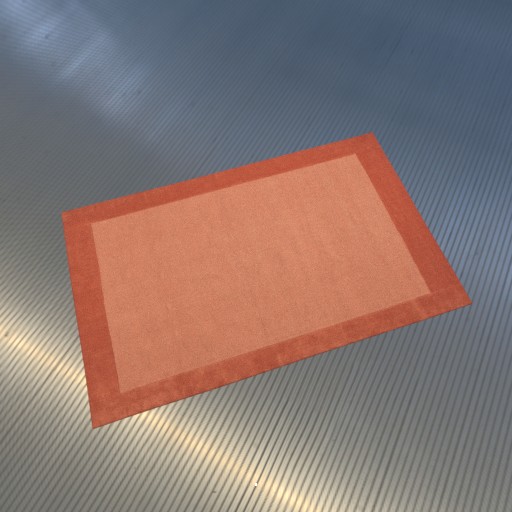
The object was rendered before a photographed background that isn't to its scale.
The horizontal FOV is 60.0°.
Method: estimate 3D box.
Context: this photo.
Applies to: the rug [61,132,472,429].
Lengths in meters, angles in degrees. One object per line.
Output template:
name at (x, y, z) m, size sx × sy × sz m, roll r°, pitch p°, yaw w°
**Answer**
rug at (0.000, 0.000, 3.010) m, size 2.438 × 0.014 × 1.524 m, roll -16°, pitch 64°, yaw -8°
